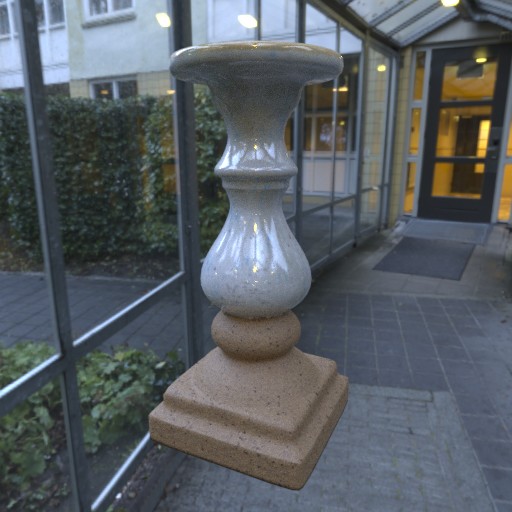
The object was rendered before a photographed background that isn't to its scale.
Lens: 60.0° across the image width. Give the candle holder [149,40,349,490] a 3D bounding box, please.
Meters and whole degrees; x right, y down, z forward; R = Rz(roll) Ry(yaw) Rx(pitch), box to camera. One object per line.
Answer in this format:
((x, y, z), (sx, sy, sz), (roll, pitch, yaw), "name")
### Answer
((0.000, 0.000, 0.290), (0.110, 0.239, 0.110), (7, 16, 25), "candle holder")
